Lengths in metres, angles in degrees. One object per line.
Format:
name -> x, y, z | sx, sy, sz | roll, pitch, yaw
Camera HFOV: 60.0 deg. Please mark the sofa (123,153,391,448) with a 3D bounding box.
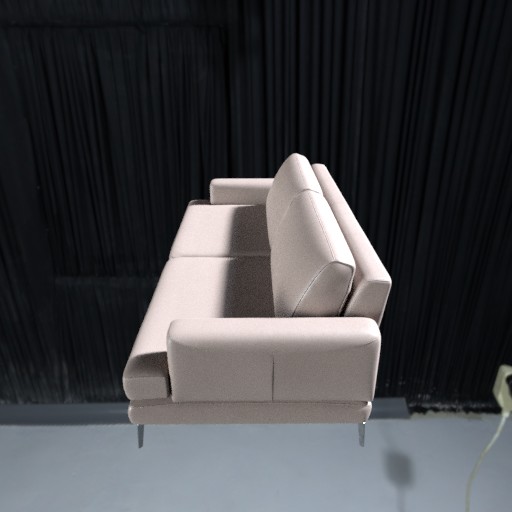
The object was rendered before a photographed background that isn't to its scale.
sofa -> 0.000, 0.000, 2.419 | 0.974, 0.765, 1.940 | 0, 26, 0
